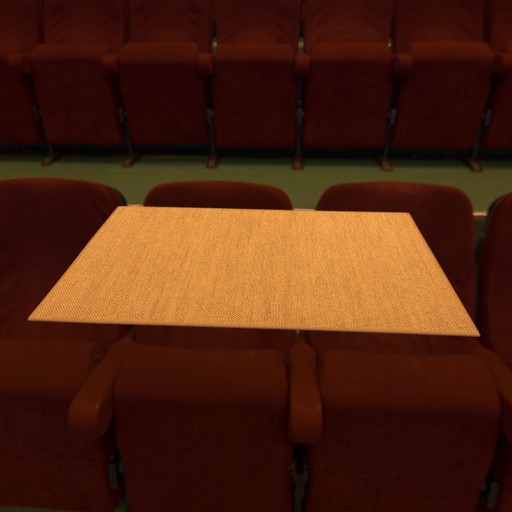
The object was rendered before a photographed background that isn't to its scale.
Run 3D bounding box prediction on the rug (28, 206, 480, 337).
[{"bbox_3d":[0.000,0.000,2.078,1.668,0.012,1.061,2,30,3],"label":"rug"}]
